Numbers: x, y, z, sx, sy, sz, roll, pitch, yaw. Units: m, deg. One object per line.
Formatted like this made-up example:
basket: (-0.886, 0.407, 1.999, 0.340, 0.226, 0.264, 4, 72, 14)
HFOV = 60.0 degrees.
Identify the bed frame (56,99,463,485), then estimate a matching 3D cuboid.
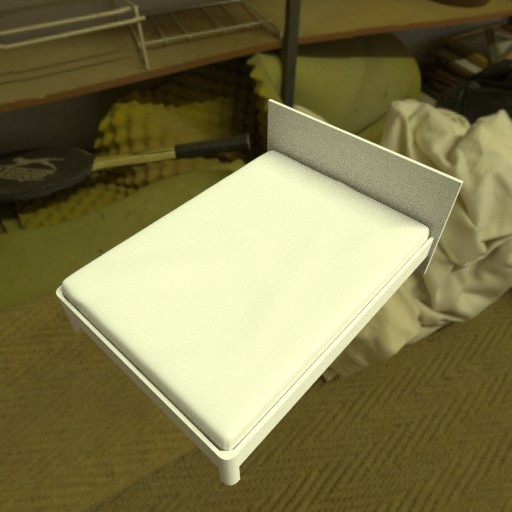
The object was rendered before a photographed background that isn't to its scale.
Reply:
bed frame: (0.000, 0.000, 2.718, 1.490, 0.800, 1.950, 33, 55, 28)
